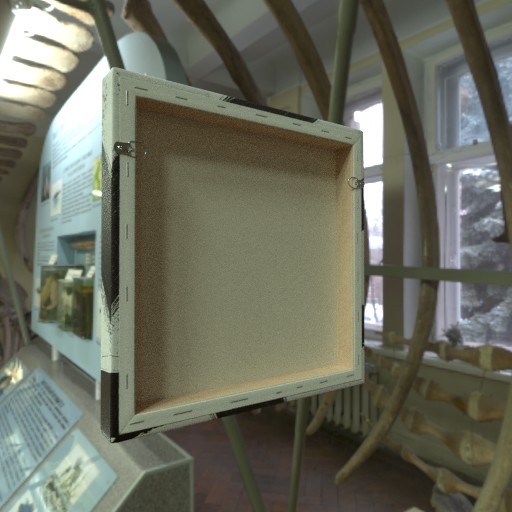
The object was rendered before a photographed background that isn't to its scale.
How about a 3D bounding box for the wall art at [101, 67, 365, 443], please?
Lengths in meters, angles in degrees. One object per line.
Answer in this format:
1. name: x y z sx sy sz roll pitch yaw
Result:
1. wall art: 0.000 0.000 0.758 0.507 0.508 0.050 1 -1 -36
